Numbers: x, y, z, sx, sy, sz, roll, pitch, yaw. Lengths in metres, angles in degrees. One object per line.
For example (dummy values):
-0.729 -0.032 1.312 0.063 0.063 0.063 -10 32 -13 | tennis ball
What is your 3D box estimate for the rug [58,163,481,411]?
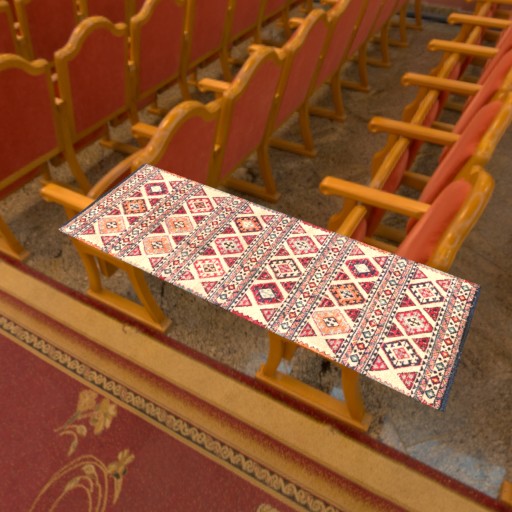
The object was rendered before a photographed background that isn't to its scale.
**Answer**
0.000 0.000 2.576 2.362 0.008 0.832 22 50 21 | rug
